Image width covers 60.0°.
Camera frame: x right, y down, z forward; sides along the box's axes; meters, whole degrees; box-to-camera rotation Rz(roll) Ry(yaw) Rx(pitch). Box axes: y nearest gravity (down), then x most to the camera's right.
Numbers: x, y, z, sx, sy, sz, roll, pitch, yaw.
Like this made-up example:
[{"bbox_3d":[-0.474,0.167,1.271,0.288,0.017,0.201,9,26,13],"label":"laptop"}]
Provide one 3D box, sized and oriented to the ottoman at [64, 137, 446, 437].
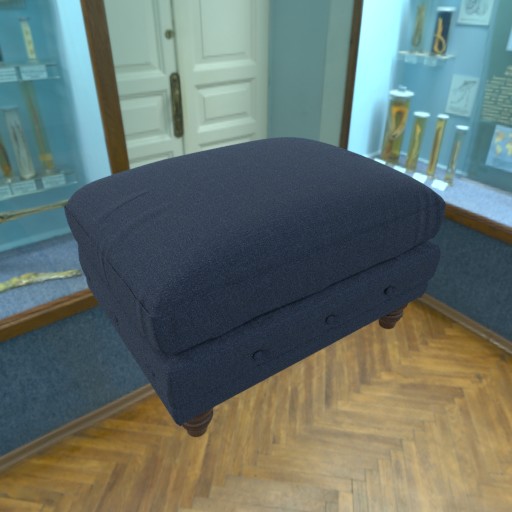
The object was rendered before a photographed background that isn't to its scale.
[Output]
[{"bbox_3d":[0.000,0.000,1.133,0.767,0.486,0.558,-20,37,-29],"label":"ottoman"}]
